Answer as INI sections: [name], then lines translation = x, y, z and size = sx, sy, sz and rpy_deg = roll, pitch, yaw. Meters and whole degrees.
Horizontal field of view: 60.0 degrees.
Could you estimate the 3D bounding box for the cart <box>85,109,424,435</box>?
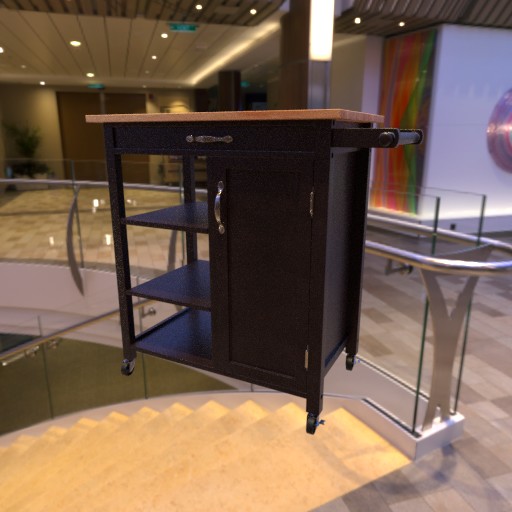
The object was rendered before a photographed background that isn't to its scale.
[cart]
translation = 0.000, 0.000, 1.453
size = 0.914, 0.878, 0.472
rpy_deg = 8, 17, 26
